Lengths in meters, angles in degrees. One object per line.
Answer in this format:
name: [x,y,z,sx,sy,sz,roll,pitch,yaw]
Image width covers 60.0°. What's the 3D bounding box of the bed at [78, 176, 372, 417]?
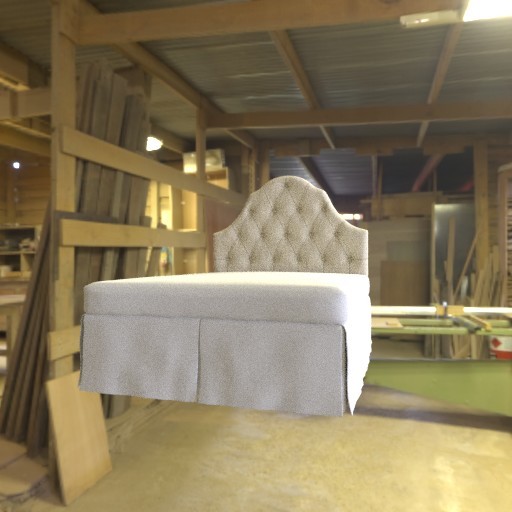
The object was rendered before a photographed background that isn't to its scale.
bed: [0.000,0.000,3.336,1.627,1.575,2.092,0,-1,17]
